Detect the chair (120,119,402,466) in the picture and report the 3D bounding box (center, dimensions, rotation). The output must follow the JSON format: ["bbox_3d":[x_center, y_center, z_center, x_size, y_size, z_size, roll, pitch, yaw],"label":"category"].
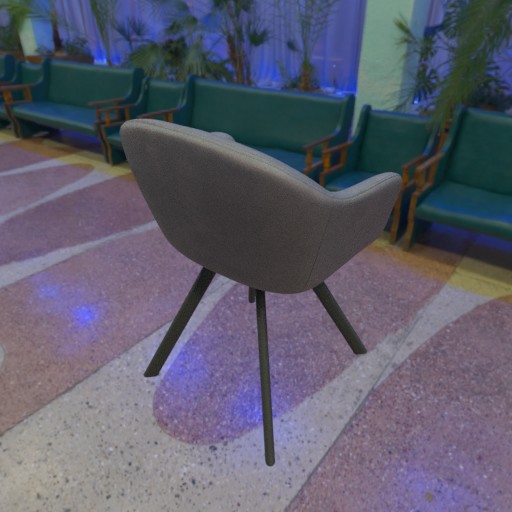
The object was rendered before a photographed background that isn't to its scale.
[{"bbox_3d":[0.000,0.000,1.154,0.567,0.781,0.544,22,38,32],"label":"chair"}]
